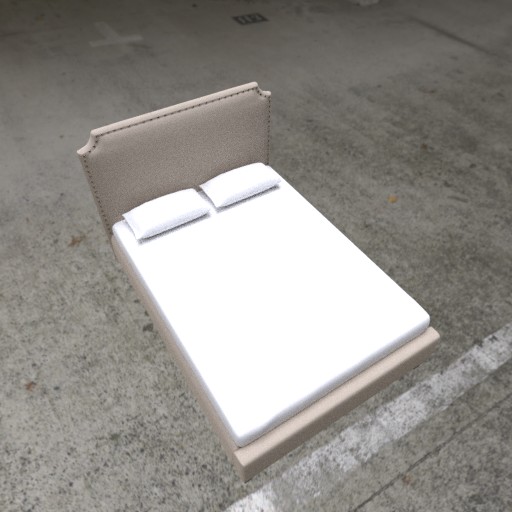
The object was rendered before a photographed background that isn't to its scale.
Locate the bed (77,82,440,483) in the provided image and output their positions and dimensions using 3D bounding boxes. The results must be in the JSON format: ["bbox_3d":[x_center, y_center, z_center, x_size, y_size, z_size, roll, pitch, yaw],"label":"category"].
[{"bbox_3d":[0.000,0.000,3.379,1.713,1.443,2.372,-25,52,-21],"label":"bed"}]
